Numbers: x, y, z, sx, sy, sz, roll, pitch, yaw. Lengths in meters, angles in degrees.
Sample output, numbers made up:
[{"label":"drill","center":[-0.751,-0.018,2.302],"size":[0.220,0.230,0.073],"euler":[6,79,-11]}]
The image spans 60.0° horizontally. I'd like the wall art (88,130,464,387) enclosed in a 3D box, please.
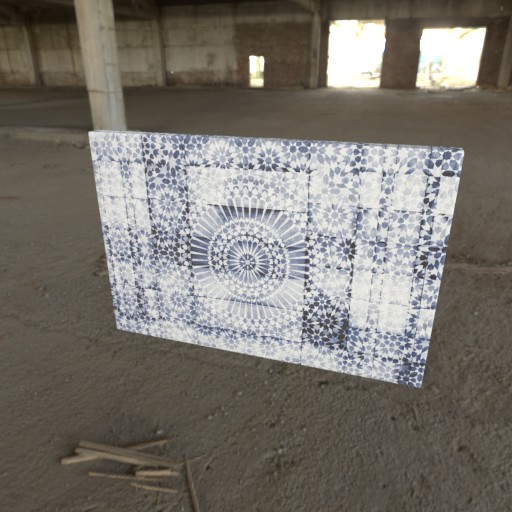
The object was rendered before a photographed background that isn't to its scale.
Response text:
[{"label":"wall art","center":[0.000,0.000,0.784],"size":[0.608,0.406,0.030],"euler":[7,25,16]}]
